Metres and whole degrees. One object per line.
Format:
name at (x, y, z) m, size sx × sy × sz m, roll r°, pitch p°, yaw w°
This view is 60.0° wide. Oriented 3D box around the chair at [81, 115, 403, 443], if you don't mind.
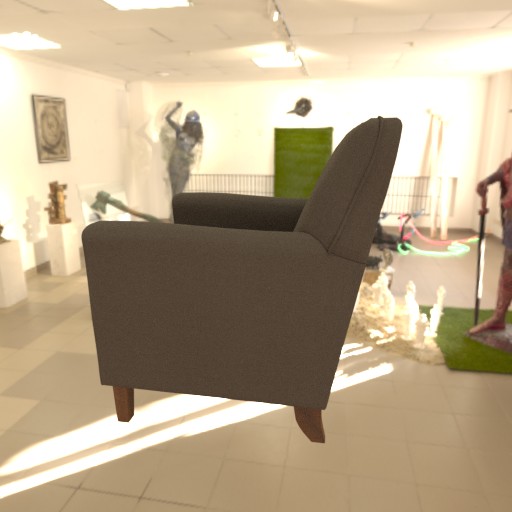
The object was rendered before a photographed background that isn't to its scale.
chair at (0.000, 0.000, 1.571) m, size 0.831 × 0.911 × 0.836 m, roll 3°, pitch 15°, yaw 9°
